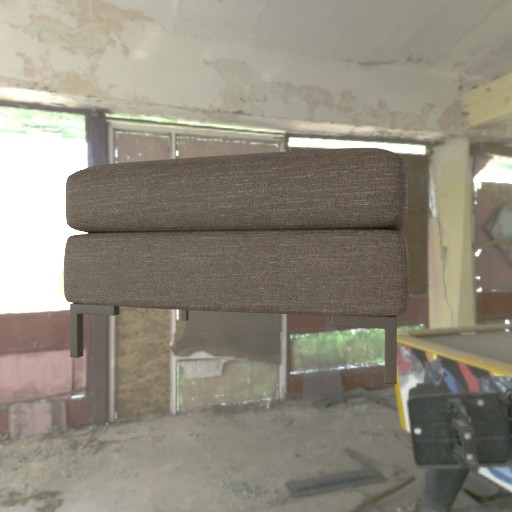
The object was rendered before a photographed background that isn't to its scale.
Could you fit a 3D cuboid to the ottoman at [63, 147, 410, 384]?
[{"bbox_3d":[0.000,0.000,1.269,0.820,0.490,0.671,0,1,17],"label":"ottoman"}]
